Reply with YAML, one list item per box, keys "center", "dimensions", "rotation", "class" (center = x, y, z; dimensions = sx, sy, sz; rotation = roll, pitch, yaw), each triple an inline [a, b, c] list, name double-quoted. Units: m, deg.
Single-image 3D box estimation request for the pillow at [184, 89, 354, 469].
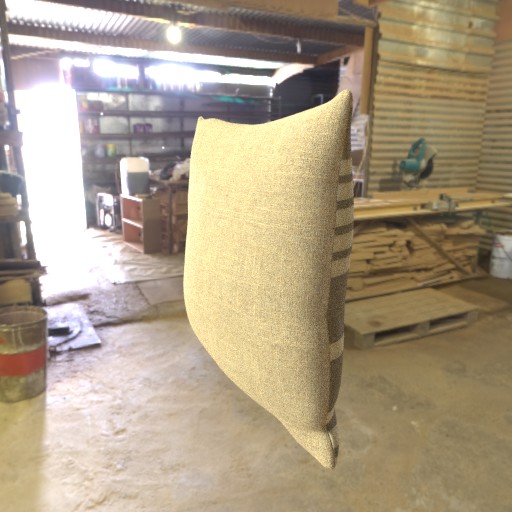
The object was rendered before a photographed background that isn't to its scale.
- center: [0.000, 0.000, 0.677]
  dimensions: [0.182, 0.440, 0.439]
  rotation: [-7, 16, -27]
  class: "pillow"
